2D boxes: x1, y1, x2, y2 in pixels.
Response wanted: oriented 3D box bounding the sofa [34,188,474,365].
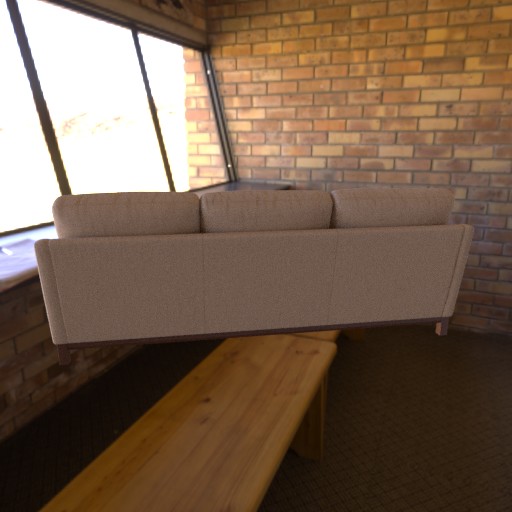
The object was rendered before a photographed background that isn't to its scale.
[{"bbox_3d":[0.000,0.000,2.800,2.321,0.913,1.000,-3,15,-9],"label":"sofa"}]
